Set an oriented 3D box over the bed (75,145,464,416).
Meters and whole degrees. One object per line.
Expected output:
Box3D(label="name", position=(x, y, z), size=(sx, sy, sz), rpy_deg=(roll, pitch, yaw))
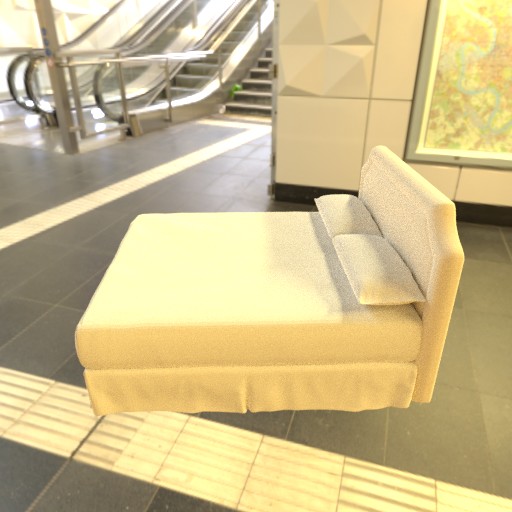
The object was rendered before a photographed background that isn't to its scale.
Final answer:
Box3D(label="bed", position=(0.000, 0.000, 3.834), size=(2.548, 1.524, 2.134), rpy_deg=(-1, 27, -2))
